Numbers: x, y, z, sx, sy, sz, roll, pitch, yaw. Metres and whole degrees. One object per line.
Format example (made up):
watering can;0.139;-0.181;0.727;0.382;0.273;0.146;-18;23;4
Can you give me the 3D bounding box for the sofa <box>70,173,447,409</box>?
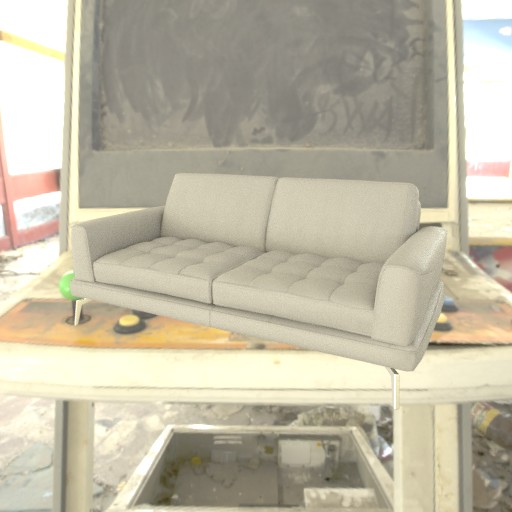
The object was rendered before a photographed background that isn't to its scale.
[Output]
sofa;0.000;0.000;2.775;2.177;0.930;1.121;8;17;27
